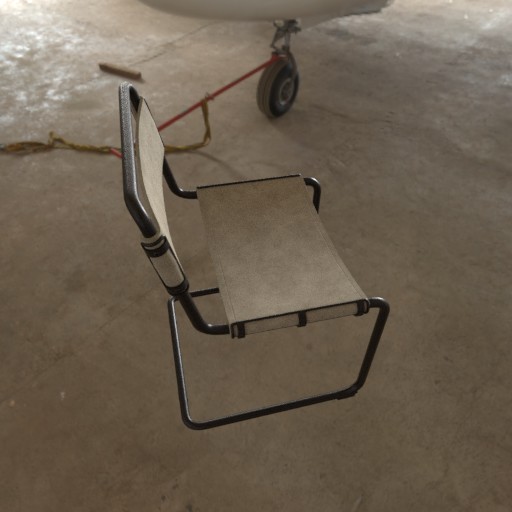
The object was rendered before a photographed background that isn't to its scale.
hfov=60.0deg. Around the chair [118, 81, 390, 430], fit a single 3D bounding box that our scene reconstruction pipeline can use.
[{"bbox_3d":[0.000,0.000,1.087,0.497,0.747,0.499,-10,46,-9],"label":"chair"}]
